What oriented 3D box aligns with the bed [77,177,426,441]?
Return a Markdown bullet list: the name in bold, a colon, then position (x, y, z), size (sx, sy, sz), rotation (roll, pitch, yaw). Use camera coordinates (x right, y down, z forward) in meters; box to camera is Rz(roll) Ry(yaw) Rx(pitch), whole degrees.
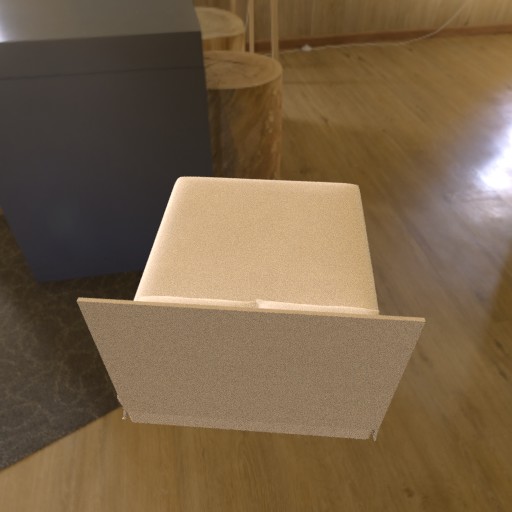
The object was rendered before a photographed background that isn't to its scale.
- **bed**: position (0.000, 0.000, 3.242), size (1.745, 1.335, 2.094), rotation (3, 44, 3)
